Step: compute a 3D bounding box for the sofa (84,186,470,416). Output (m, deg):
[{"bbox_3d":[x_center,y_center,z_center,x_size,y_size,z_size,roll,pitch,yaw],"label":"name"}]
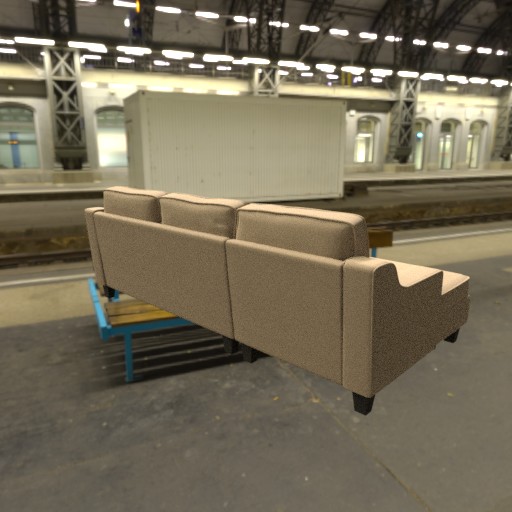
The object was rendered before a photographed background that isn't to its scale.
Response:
[{"bbox_3d":[0.000,0.000,3.170,2.561,0.928,1.294,13,19,42],"label":"sofa"}]
